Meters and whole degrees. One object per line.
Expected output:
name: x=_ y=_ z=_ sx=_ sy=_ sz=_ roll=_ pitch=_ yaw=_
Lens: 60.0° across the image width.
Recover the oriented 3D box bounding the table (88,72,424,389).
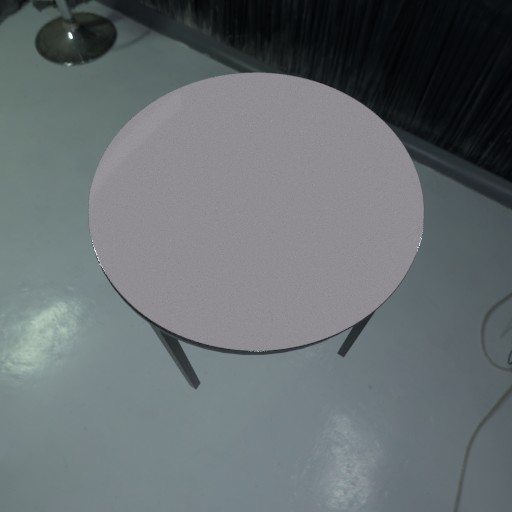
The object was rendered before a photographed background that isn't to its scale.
table: x=0.000 y=0.000 z=0.863 sx=0.499 sy=0.443 sz=0.499 roll=0 pitch=63 yaw=0
